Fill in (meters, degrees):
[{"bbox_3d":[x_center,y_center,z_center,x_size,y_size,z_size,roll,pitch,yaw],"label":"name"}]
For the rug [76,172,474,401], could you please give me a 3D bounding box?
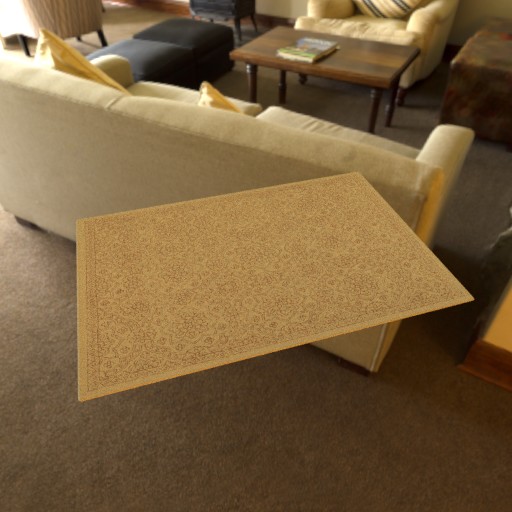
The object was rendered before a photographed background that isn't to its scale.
[{"bbox_3d":[0.000,0.000,2.365,1.829,0.010,1.219,-12,43,-13],"label":"rug"}]
